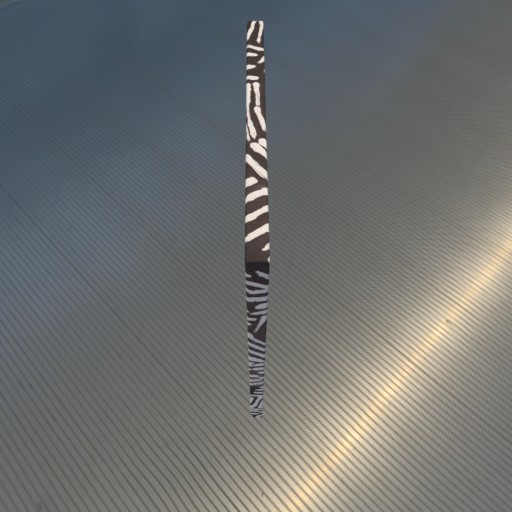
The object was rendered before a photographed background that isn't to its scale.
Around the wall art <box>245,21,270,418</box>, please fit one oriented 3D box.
[{"bbox_3d":[0.000,0.000,1.172,0.035,0.918,0.615,0,57,0],"label":"wall art"}]
